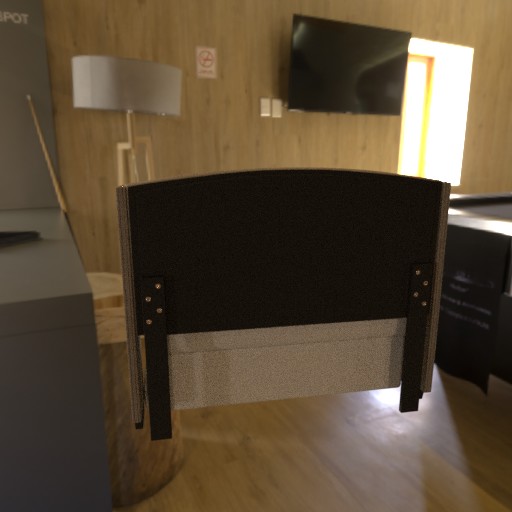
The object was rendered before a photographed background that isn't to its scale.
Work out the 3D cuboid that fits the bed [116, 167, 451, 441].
[{"bbox_3d":[0.000,0.000,3.373,1.710,1.407,2.237,-2,14,-10],"label":"bed"}]
